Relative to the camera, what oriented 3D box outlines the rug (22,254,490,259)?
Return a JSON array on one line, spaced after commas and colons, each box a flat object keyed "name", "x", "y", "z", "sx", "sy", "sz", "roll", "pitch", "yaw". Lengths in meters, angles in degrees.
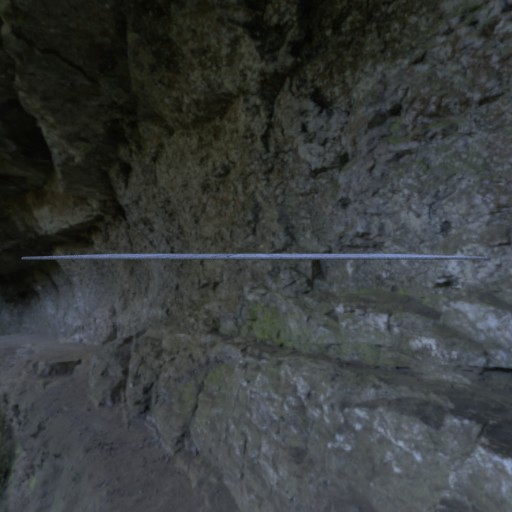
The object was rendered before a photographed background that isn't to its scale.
[{"name": "rug", "x": 0.000, "y": 0.000, "z": 3.073, "sx": 2.444, "sy": 0.012, "sz": 1.526, "roll": 0, "pitch": 1, "yaw": 0}]
